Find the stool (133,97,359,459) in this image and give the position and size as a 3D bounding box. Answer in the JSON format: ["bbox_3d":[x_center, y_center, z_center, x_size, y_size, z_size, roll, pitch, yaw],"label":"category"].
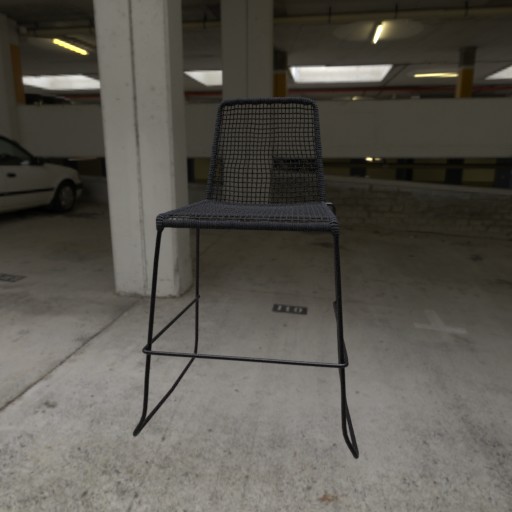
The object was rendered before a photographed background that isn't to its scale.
[{"bbox_3d":[0.000,0.000,1.263,0.590,0.905,0.509,2,14,8],"label":"stool"}]
